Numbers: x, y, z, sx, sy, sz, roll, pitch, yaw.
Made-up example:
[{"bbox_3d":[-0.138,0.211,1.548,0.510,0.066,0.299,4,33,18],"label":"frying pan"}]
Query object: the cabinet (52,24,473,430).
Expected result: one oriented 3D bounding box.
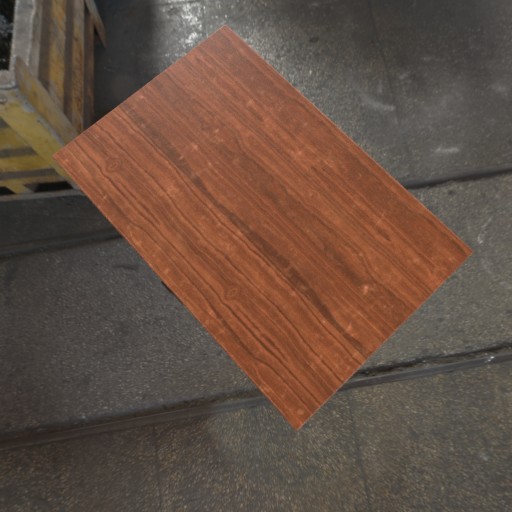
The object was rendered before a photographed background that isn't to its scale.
[{"bbox_3d":[0.000,0.000,1.077,0.410,0.695,0.607,-42,79,-10],"label":"cabinet"}]
